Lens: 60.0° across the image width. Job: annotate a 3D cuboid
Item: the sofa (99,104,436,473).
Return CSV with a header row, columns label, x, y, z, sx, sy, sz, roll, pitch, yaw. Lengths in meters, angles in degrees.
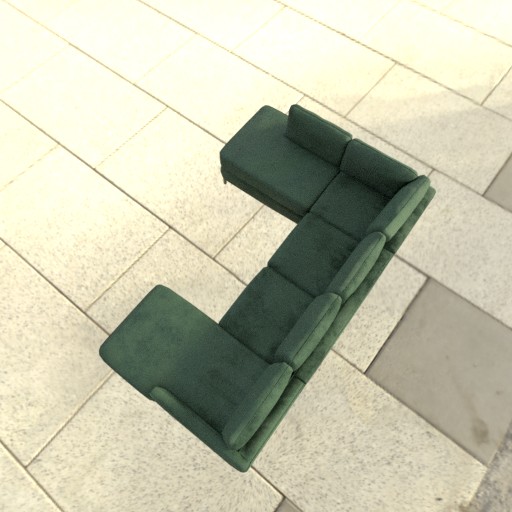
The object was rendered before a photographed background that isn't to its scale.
label,x,y,z,sx,sy,sz,roll,pitch,yaw
sofa,0.000,0.000,3.987,1.992,0.861,2.994,34,69,15
